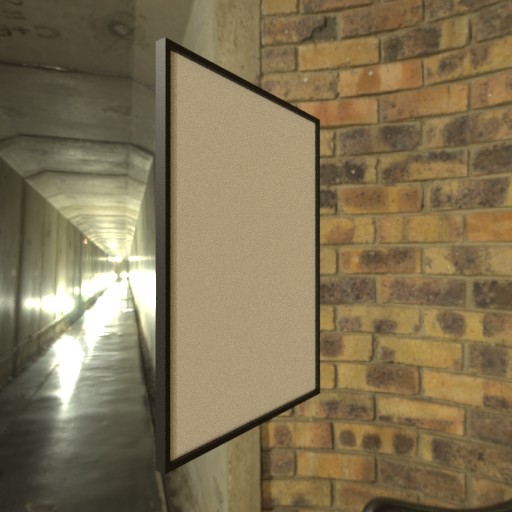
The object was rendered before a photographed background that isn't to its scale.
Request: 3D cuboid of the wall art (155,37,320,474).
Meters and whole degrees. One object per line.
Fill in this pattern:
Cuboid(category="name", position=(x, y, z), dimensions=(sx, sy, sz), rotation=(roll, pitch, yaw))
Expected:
Cuboid(category="wall art", position=(0.000, 0.000, 1.418), dimensions=(0.036, 1.070, 0.802), rotation=(0, 0, 36))
